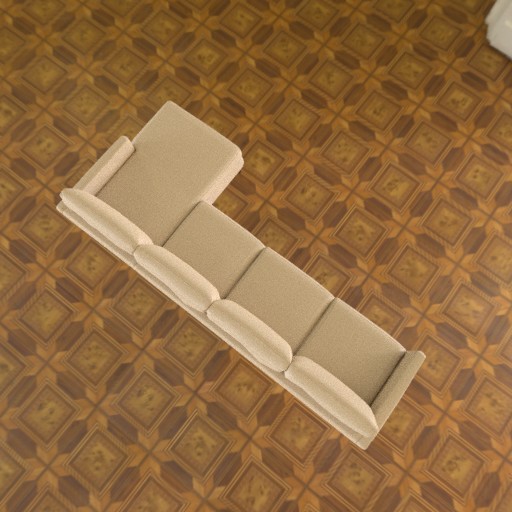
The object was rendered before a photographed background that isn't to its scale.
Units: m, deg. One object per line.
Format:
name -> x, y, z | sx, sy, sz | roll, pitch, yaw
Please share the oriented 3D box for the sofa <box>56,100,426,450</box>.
sofa -> 0.000, 0.000, 3.272 | 2.731, 0.755, 1.258 | 37, 79, 9
